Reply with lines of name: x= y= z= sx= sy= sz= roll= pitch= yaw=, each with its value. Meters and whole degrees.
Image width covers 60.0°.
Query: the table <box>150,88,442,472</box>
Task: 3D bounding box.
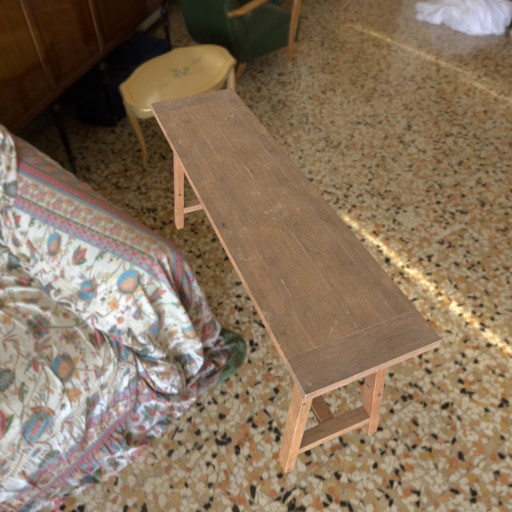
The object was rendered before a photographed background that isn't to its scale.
table: x=0.000 y=0.000 z=2.144 sx=0.465 sy=0.810 sz=1.800 roll=-17 pitch=48 yaw=-16
